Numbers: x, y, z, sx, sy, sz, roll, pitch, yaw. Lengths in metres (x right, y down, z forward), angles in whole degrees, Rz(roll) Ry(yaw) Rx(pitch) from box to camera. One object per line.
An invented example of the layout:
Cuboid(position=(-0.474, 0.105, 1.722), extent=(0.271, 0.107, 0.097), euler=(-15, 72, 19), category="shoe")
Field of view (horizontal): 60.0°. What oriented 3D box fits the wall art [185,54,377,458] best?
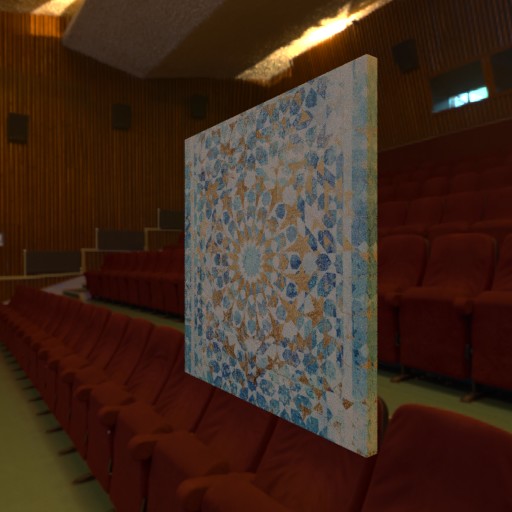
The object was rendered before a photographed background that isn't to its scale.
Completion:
Cuboid(position=(0.000, 0.000, 1.388), extent=(0.040, 0.916, 0.916), euler=(0, 0, -36), category="wall art")
